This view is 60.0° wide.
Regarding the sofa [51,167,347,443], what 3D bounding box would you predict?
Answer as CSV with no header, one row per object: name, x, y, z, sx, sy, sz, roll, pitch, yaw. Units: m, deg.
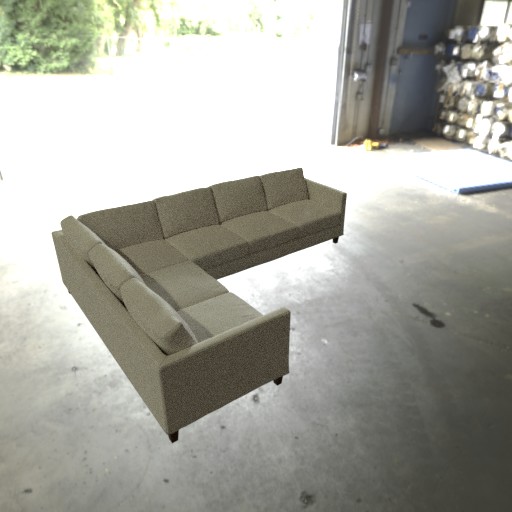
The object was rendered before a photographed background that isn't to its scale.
sofa,0.000,0.000,4.376,3.182,0.863,2.432,-19,33,-32
